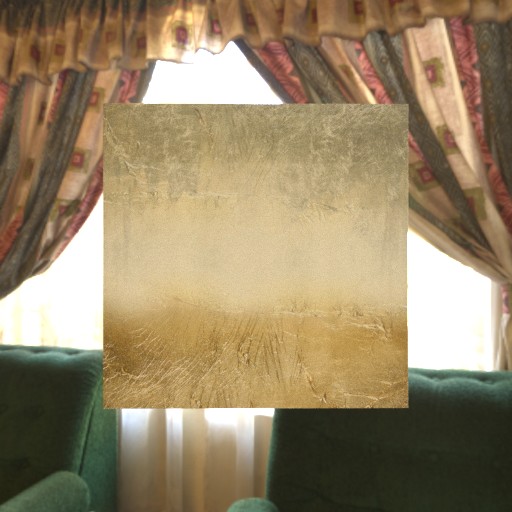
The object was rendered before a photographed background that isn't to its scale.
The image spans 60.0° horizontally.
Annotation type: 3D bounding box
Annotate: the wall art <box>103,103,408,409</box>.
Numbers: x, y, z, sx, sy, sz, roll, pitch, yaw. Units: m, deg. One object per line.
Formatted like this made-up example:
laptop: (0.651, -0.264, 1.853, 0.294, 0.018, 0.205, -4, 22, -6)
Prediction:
wall art: (0.000, 0.000, 1.612, 1.092, 1.091, 0.051, 0, 0, 0)
